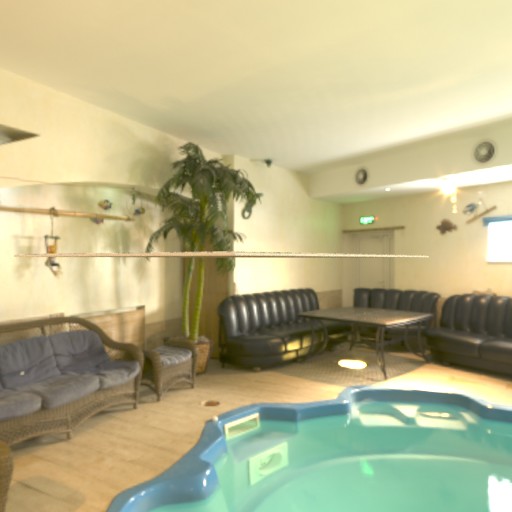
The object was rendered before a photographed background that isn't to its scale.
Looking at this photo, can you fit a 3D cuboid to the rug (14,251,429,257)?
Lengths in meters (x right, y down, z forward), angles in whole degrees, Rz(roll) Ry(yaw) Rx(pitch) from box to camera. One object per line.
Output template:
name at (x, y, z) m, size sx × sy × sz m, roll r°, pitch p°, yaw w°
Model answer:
rug at (0.000, 0.000, 3.393) m, size 1.819 × 0.018 × 2.746 m, roll 0°, pitch 0°, yaw 36°
